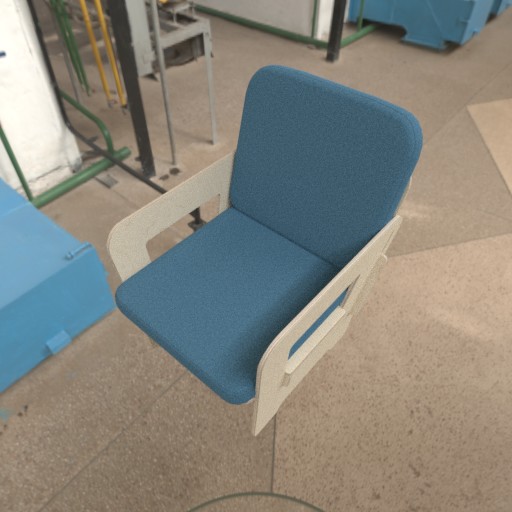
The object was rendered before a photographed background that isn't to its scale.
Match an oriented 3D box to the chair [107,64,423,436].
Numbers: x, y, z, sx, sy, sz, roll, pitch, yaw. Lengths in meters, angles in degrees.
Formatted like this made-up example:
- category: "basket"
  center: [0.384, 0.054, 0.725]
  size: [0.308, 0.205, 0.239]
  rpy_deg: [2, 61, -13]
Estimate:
- category: "chair"
  center: [0.000, 0.000, 1.190]
  size: [0.547, 0.747, 0.657]
  rpy_deg: [32, 54, 27]
